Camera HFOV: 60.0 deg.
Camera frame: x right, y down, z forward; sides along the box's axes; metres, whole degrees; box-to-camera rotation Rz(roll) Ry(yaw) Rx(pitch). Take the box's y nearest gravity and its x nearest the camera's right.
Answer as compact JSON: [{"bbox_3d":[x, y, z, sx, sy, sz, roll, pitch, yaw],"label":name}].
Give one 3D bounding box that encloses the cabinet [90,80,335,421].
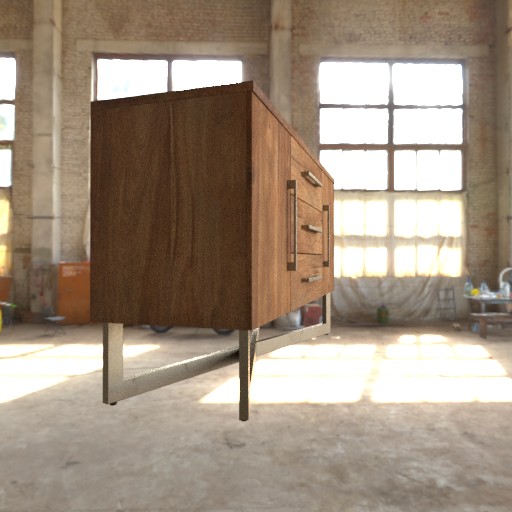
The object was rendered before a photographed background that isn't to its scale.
[{"bbox_3d":[0.000,0.000,1.752,0.480,0.812,1.373,0,0,18],"label":"cabinet"}]
